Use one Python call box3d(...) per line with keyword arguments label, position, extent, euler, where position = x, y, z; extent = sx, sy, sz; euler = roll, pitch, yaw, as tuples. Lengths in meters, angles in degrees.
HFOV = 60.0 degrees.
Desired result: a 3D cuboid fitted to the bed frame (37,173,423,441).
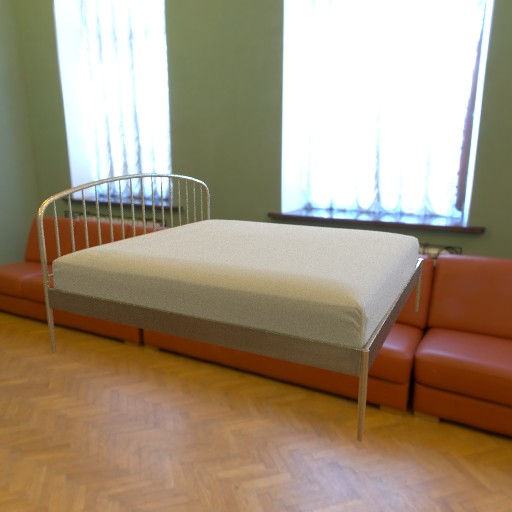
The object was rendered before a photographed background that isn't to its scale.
box3d(label="bed frame", position=(0.000, 0.000, 3.317), extent=(2.152, 1.174, 2.016), euler=(7, 15, 26))
